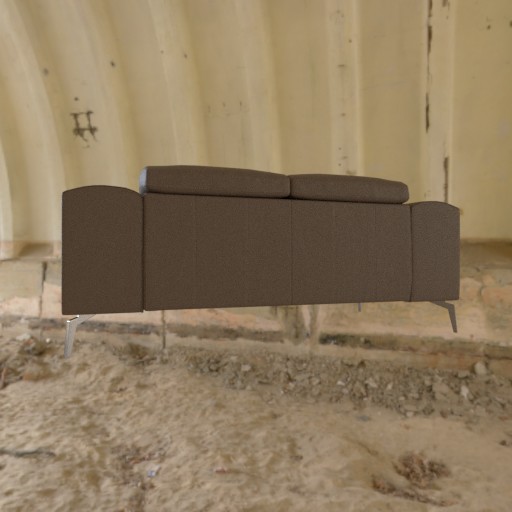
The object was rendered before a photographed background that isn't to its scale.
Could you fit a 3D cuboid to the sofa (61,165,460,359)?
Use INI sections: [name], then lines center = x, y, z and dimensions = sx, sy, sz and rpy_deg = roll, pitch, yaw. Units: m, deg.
[sofa]
center = 0.000, 0.000, 2.417
dimensions = 1.895, 0.779, 1.003
rpy_deg = 0, 0, -18
